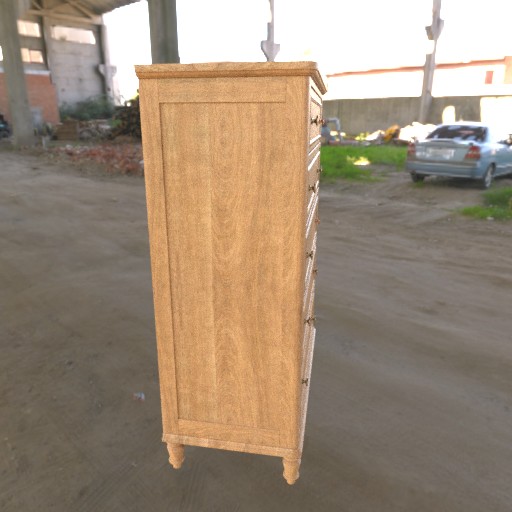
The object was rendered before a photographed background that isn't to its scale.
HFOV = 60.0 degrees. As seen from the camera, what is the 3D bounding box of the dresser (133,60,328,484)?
[{"bbox_3d":[0.000,0.000,1.774,0.484,1.318,0.973,3,17,10],"label":"dresser"}]
